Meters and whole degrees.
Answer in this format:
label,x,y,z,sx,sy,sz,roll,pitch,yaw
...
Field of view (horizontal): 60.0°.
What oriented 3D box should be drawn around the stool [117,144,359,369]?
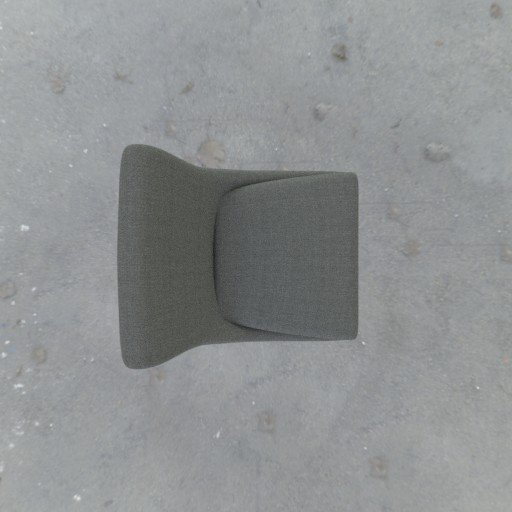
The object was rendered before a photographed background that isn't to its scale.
label,x,y,z,sx,sy,sz,roll,pitch,yaw
stool,0.000,0.000,1.266,0.524,0.977,0.447,0,90,-2
